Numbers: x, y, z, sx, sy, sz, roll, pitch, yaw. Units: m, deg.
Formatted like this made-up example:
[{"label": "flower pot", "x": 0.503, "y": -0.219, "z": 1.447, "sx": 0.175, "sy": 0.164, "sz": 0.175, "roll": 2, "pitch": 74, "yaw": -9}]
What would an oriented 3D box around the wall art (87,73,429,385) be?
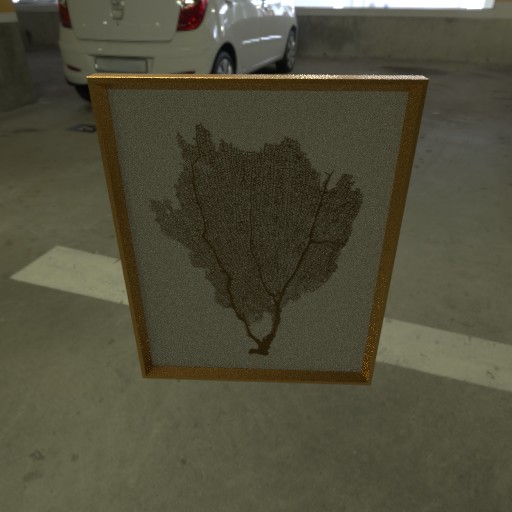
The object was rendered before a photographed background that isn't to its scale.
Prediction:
[{"label": "wall art", "x": 0.000, "y": 0.000, "z": 1.001, "sx": 0.610, "sy": 0.762, "sz": 0.038, "roll": 1, "pitch": 31, "yaw": 2}]
